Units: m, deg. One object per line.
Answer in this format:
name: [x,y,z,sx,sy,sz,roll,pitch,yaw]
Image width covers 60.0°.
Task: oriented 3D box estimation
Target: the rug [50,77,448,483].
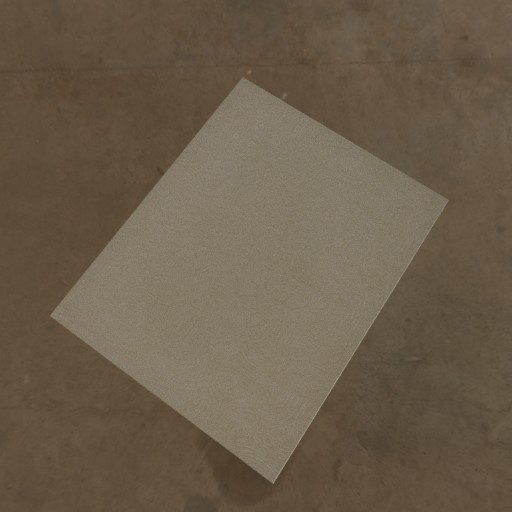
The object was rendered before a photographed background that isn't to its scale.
rug: [0.000,0.000,3.528,2.073,0.011,2.584,34,78,8]
